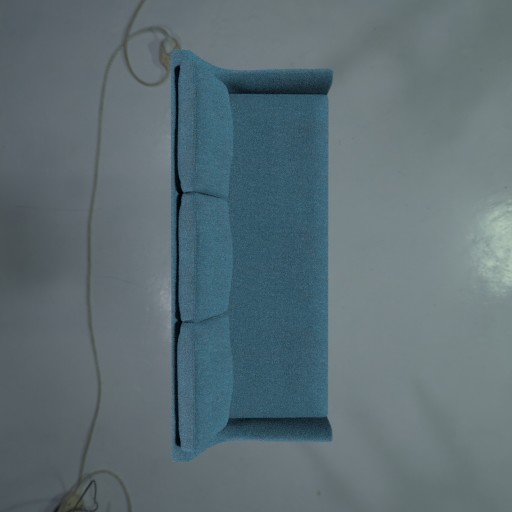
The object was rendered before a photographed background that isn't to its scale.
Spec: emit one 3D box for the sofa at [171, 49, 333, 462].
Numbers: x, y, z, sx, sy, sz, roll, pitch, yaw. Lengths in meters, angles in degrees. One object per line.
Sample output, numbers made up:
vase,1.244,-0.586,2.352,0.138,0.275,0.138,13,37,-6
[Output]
sofa,0.000,0.000,2.516,0.849,0.837,2.060,0,91,-1
